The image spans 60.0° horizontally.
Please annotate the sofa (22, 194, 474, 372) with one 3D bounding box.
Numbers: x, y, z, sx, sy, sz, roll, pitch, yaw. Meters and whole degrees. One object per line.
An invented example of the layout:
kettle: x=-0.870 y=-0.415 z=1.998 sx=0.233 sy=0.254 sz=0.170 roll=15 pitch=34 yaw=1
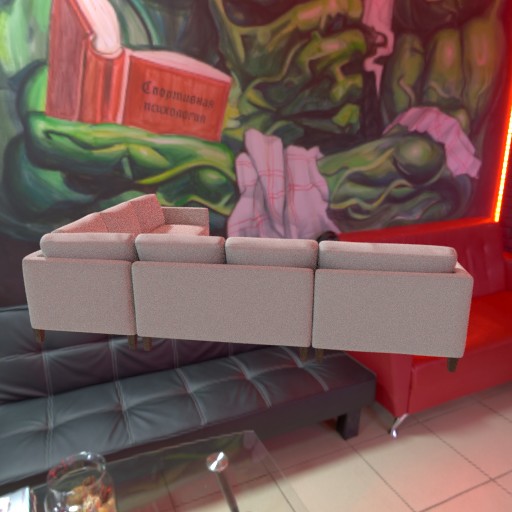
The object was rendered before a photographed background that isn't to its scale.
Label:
sofa: x=0.000 y=0.000 z=4.559 sx=3.459 sy=0.956 sz=2.593 roll=2 pitch=16 yaw=8
